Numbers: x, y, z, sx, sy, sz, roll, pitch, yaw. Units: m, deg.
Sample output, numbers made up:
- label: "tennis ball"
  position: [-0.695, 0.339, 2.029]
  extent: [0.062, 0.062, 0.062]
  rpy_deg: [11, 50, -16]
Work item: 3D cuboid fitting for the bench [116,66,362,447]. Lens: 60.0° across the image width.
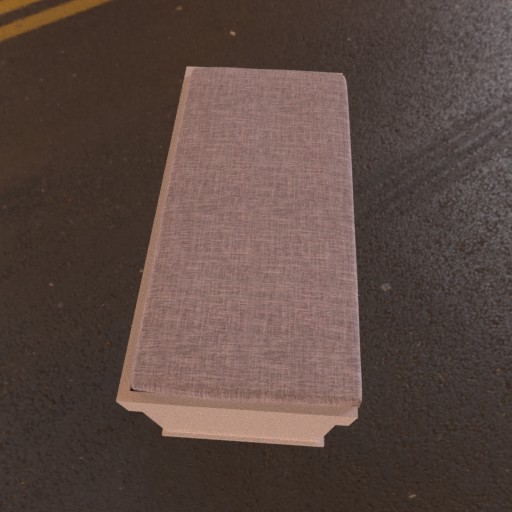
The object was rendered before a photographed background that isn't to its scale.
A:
- label: "bench"
  position: [0.000, 0.000, 0.994]
  extent: [0.362, 0.461, 0.734]
  rpy_deg: [3, 61, 2]
